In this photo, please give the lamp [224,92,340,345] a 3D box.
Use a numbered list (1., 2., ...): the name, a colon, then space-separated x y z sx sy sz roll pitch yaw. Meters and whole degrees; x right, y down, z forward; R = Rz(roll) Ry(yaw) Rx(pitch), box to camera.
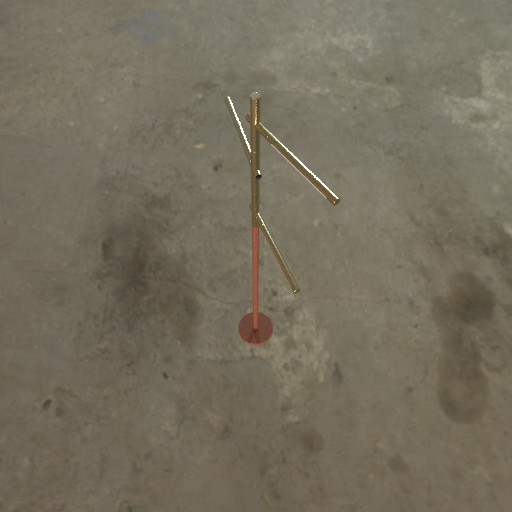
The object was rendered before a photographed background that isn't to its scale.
1. lamp: 0.000 0.000 1.972 0.209 1.704 0.737 -26 62 -15
